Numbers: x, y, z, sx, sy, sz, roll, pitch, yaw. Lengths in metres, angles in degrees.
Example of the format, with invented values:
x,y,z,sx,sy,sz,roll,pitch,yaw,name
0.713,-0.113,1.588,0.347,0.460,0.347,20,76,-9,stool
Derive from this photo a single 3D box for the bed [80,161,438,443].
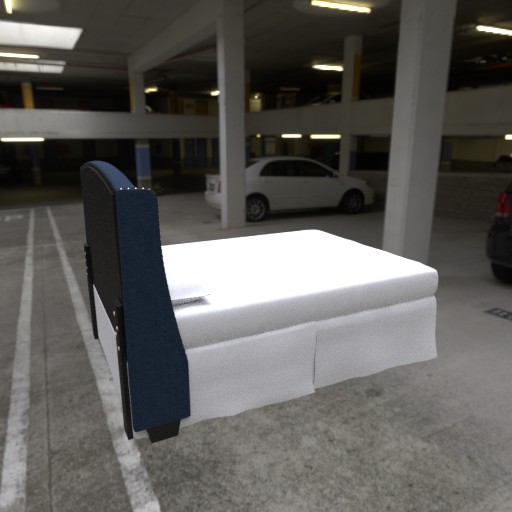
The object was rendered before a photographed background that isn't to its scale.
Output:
x,y,z,sx,sy,sz,roll,pitch,yaw,name
0.000,0.000,3.241,2.223,1.402,1.604,-8,17,-25,bed
